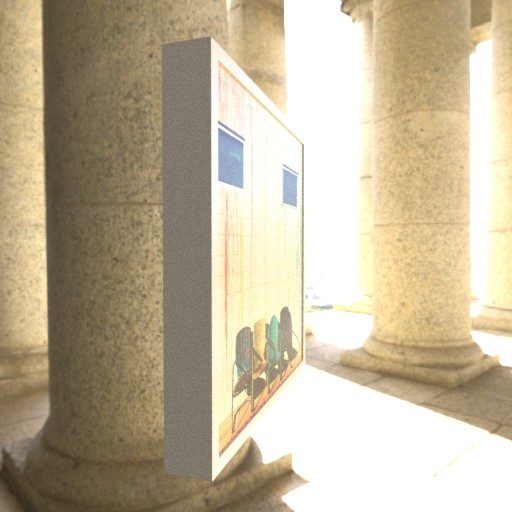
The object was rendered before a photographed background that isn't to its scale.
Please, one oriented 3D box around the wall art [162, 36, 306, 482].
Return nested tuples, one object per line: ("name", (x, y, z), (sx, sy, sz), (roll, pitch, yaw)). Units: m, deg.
("wall art", (0.000, 0.000, 0.453), (0.038, 0.305, 0.305), (1, 2, 18))
